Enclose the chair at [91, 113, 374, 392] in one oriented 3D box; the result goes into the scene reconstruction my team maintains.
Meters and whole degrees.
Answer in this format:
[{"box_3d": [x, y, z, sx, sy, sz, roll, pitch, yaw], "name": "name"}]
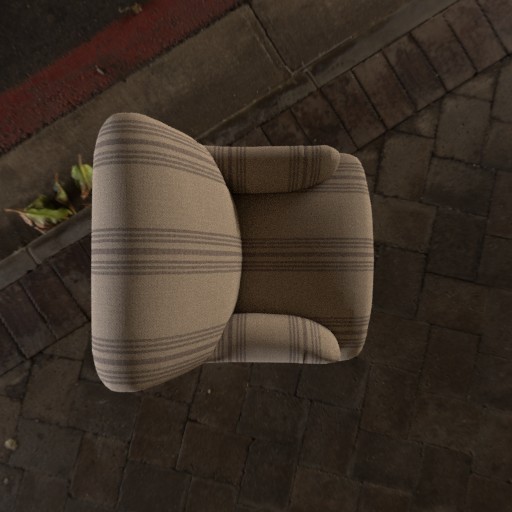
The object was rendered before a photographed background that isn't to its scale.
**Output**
[{"box_3d": [0.000, 0.000, 1.599, 0.914, 0.940, 0.813, 0, 89, 0], "name": "chair"}]
